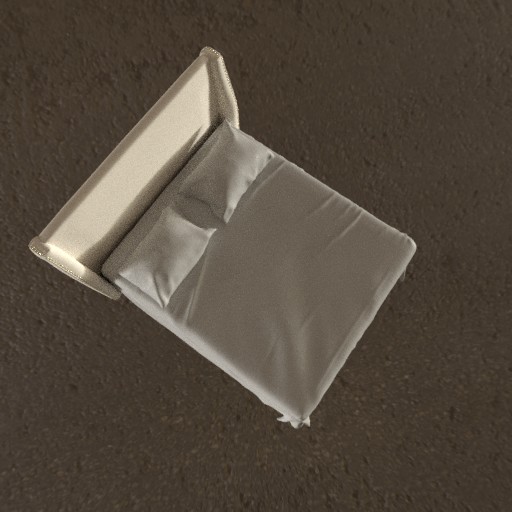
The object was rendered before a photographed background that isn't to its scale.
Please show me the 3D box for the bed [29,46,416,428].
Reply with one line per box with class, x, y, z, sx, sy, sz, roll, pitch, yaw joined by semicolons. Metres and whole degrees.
bed;0.000;0.000;3.489;2.276;1.332;1.925;35;77;9
